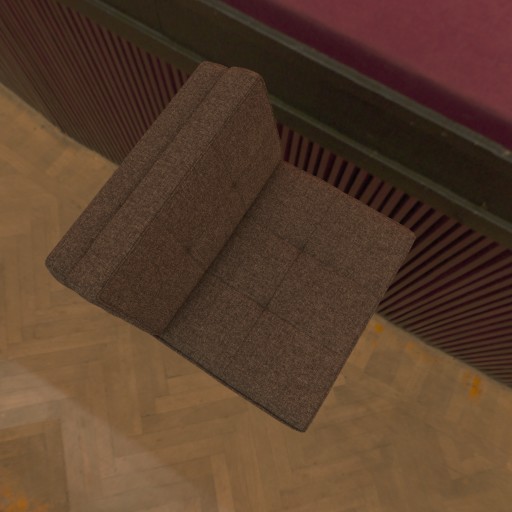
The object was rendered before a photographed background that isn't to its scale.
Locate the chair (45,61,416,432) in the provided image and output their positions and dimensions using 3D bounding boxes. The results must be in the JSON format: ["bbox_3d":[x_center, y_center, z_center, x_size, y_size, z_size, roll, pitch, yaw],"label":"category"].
[{"bbox_3d":[0.000,0.000,1.336,0.800,0.615,0.740,32,77,8],"label":"chair"}]
